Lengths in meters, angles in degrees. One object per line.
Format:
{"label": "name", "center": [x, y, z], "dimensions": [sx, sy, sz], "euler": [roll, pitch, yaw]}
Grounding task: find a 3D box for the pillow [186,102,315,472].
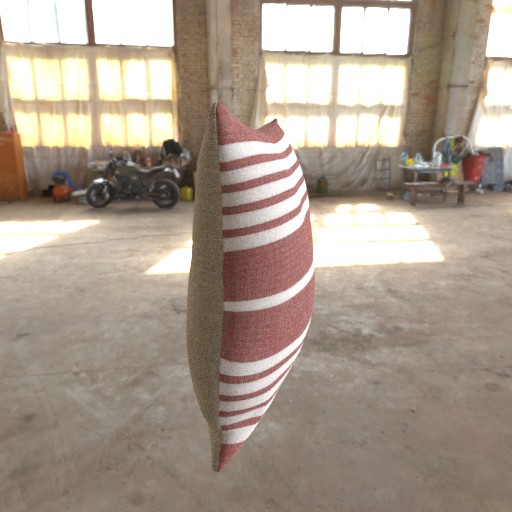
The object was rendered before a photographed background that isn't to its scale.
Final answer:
{"label": "pillow", "center": [0.000, 0.000, 0.681], "dimensions": [0.182, 0.427, 0.439], "euler": [3, 16, 10]}
